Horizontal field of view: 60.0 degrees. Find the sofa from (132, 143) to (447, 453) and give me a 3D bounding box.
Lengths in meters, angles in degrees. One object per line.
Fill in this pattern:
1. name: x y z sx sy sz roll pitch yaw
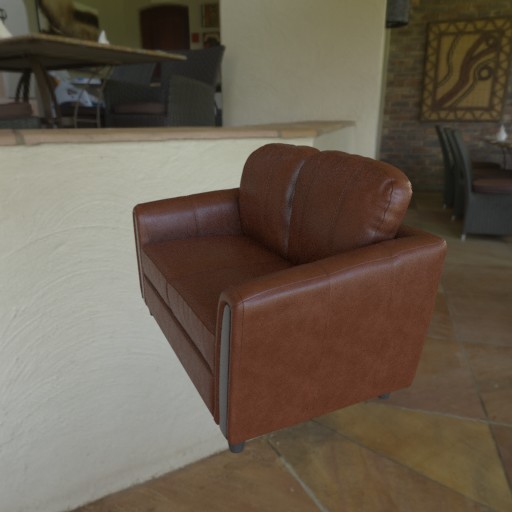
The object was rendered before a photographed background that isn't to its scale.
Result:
1. sofa: 0.000 0.000 1.936 0.805 0.906 1.406 -8 20 -24
